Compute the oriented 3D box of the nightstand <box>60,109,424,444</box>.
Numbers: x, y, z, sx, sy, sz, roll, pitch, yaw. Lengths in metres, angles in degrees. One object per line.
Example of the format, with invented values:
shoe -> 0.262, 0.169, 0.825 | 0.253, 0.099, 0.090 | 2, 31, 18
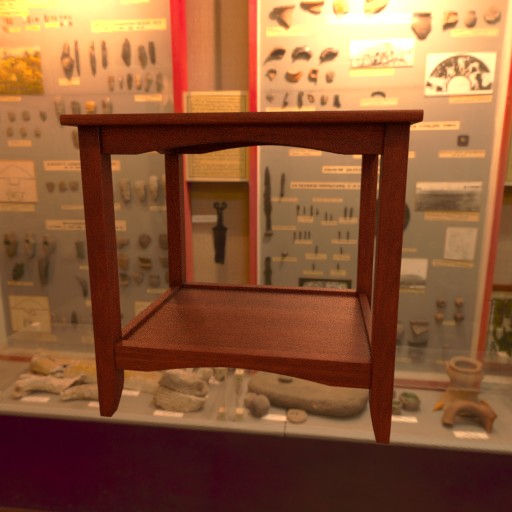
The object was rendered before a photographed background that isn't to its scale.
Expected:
nightstand -> 0.000, 0.000, 0.969 | 0.558, 0.558, 0.501 | 2, 13, 9
